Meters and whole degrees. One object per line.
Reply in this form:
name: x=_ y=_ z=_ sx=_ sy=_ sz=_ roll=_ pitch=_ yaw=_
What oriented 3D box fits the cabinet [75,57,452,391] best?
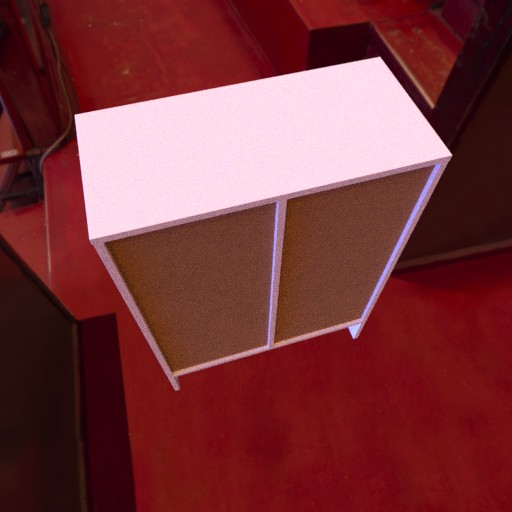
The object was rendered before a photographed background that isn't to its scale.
cabinet: x=0.000 y=0.000 z=1.119 sx=0.600 sy=0.815 sz=0.296 roll=-14 pitch=59 yaw=-9
